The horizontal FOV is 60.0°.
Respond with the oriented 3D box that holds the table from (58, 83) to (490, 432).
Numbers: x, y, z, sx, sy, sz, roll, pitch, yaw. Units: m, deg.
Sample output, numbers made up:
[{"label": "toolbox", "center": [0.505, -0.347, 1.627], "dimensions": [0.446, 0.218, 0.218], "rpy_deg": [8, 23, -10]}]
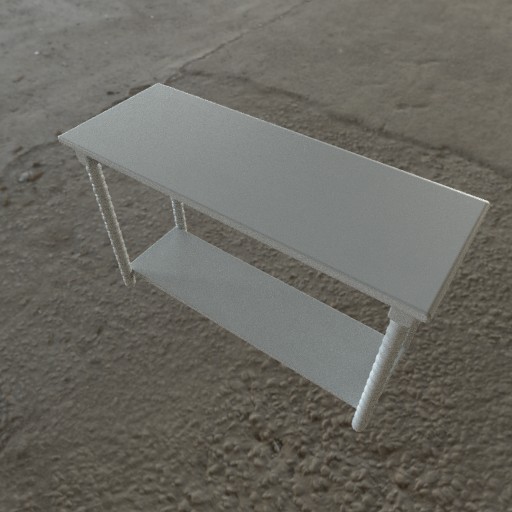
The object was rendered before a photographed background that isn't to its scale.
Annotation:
[{"label": "table", "center": [0.000, 0.000, 1.524], "dimensions": [1.184, 0.740, 0.459], "rpy_deg": [27, 52, 23]}]
